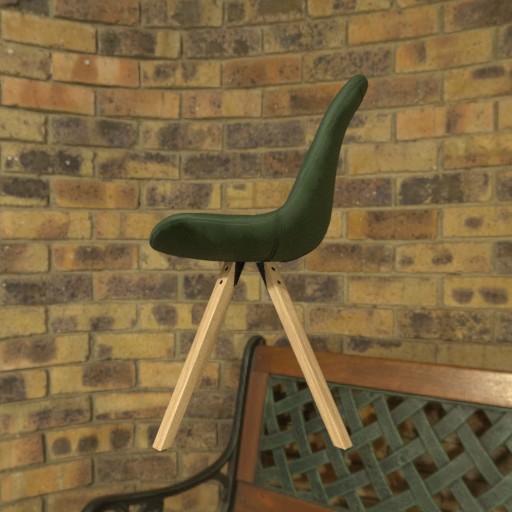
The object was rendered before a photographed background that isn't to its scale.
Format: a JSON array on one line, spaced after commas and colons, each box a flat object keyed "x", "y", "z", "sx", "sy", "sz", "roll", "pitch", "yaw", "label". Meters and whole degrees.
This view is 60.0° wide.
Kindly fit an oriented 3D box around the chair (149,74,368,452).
[{"x": 0.000, "y": 0.000, "z": 1.189, "sx": 0.547, "sy": 0.865, "sz": 0.483, "roll": 0, "pitch": 0, "yaw": 1, "label": "chair"}]
